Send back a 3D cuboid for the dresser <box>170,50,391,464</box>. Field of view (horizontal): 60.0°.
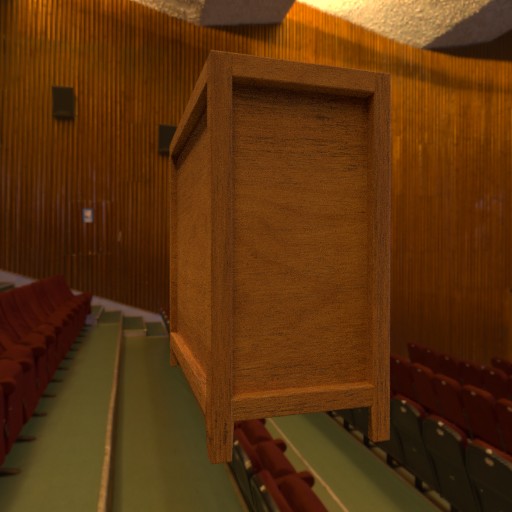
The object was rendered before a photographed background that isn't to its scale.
[{"bbox_3d":[0.000,0.000,1.301,0.427,0.804,0.804,0,1,-17],"label":"dresser"}]
